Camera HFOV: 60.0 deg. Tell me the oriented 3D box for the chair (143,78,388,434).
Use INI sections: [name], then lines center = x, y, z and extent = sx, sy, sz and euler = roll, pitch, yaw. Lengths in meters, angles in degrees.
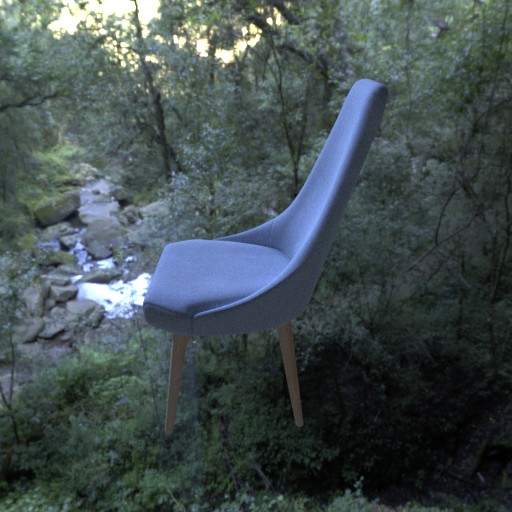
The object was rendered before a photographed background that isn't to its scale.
[chair]
center = 0.000, 0.000, 1.410
extent = 0.660, 1.040, 0.510
euler = 0, 27, -1
